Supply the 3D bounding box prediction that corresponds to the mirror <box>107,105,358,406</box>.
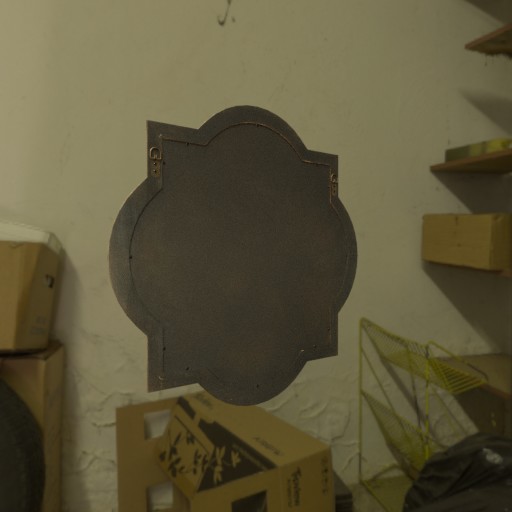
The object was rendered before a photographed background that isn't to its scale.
[{"bbox_3d":[0.000,0.000,1.053,0.686,0.686,0.019,0,1,-36],"label":"mirror"}]
